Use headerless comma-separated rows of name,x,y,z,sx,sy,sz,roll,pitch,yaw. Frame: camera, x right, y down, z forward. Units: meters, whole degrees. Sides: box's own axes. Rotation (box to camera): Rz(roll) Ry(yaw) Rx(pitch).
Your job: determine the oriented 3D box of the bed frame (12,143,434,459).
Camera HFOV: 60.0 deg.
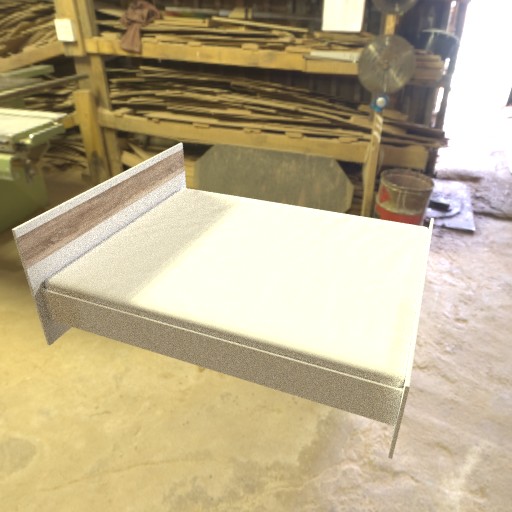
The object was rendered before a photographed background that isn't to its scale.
bed frame,0.000,0.000,2.872,2.060,0.800,1.720,12,32,19
